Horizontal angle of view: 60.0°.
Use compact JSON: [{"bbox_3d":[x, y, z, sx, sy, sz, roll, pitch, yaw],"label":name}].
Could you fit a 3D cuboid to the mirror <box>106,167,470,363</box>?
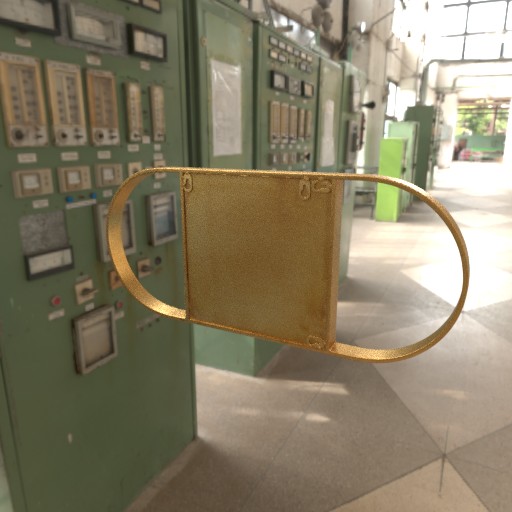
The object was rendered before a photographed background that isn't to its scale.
[{"bbox_3d":[0.000,0.000,0.670,0.584,0.254,0.032,8,17,27],"label":"mirror"}]
